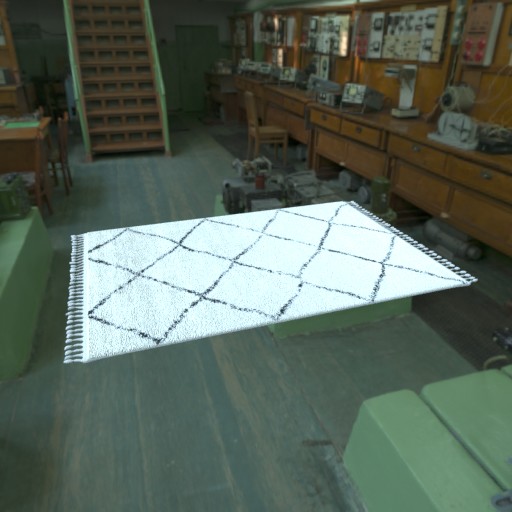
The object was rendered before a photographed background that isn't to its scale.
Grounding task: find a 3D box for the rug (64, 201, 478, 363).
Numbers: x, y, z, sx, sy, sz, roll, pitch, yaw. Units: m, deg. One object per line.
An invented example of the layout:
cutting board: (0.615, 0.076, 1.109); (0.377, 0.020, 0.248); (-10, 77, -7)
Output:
rug: (0.000, 0.000, 2.895); (2.307, 0.031, 1.494); (-9, 28, -17)
